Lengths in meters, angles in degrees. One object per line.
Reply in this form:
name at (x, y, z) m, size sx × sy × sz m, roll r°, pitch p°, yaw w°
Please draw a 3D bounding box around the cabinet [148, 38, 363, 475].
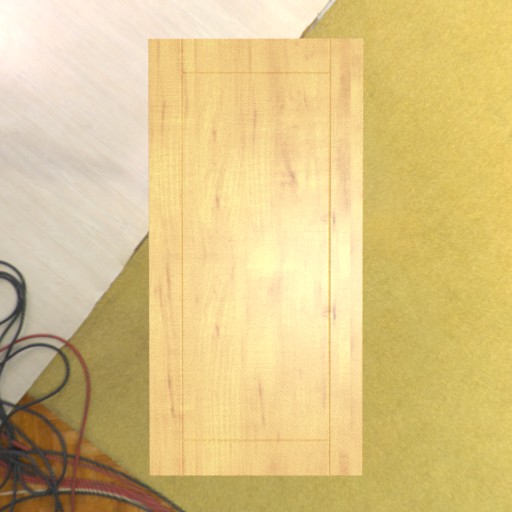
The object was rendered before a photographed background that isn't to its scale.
cabinet at (0.000, 0.000, 1.351) m, size 0.450 × 0.840 × 0.920 m, roll 0°, pitch 91°, yaw 0°
